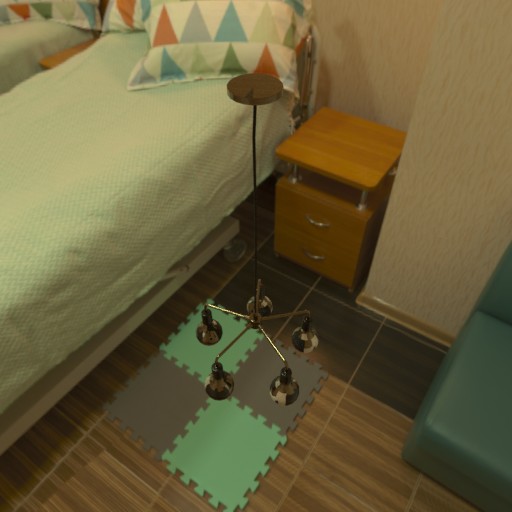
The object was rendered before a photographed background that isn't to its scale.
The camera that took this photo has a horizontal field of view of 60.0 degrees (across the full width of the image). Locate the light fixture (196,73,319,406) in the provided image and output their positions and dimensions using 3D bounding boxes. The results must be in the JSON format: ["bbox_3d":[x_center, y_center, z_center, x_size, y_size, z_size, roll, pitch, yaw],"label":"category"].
[{"bbox_3d":[0.000,0.000,1.227,0.438,0.988,0.421,3,46,3],"label":"light fixture"}]
